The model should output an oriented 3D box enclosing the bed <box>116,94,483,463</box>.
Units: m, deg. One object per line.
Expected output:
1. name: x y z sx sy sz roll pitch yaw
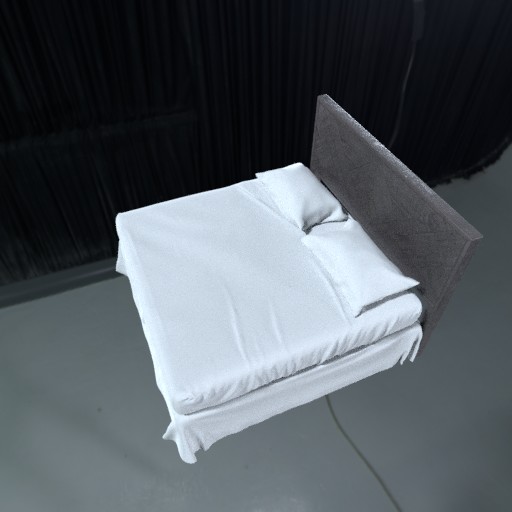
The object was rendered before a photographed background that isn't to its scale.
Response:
1. bed: 0.000 0.000 2.906 1.785 1.142 1.772 -17 49 -15
